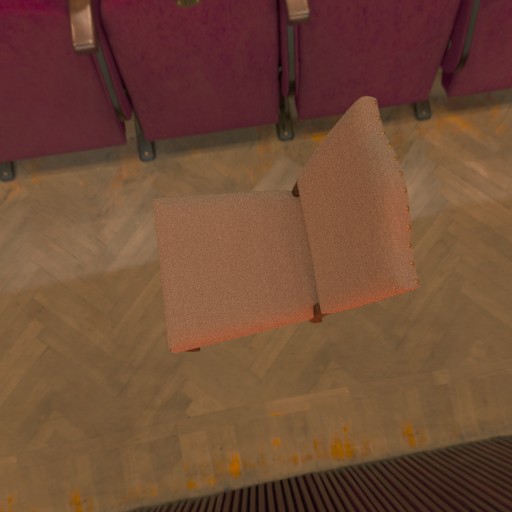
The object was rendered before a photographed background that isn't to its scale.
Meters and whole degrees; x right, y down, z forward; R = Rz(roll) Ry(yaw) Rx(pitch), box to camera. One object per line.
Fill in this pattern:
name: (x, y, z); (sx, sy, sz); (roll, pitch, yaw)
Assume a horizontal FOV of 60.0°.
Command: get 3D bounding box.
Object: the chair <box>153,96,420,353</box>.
chair: (0.000, 0.000, 1.380); (0.620, 1.020, 0.508); (-9, 78, -2)
